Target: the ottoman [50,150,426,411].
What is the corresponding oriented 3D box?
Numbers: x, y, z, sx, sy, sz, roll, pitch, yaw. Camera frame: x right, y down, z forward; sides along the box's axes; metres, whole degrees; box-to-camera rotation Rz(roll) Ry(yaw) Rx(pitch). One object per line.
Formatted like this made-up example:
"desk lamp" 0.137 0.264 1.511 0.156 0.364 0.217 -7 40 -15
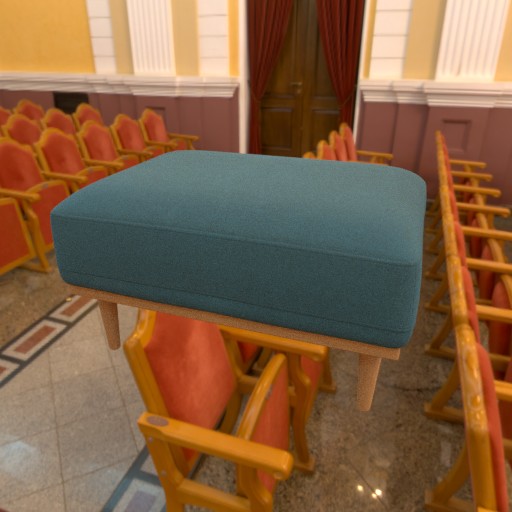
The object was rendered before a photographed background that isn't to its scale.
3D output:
"ottoman" 0.000 0.000 1.085 0.749 0.428 0.549 9 27 18
